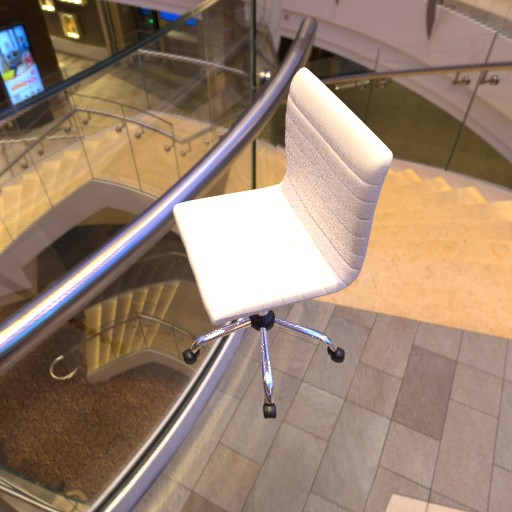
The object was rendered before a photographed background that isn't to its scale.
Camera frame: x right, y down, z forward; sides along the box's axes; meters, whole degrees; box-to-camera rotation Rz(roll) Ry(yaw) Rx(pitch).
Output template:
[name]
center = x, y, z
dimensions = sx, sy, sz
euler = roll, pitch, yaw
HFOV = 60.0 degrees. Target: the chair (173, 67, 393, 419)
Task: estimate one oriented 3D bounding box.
[chair]
center = 0.000, 0.000, 1.098
dimensions = 0.455, 0.750, 0.520
euler = -15, 48, -14
